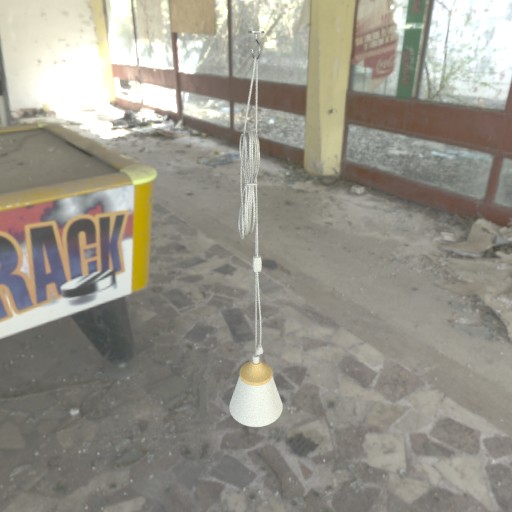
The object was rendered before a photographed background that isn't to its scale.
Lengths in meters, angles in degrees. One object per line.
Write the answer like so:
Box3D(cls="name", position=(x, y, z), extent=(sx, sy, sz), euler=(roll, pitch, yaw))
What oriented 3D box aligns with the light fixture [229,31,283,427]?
Box3D(cls="light fixture", position=(0.000, 0.000, 1.067), extent=(0.153, 0.966, 0.153), euler=(0, 26, 0))
